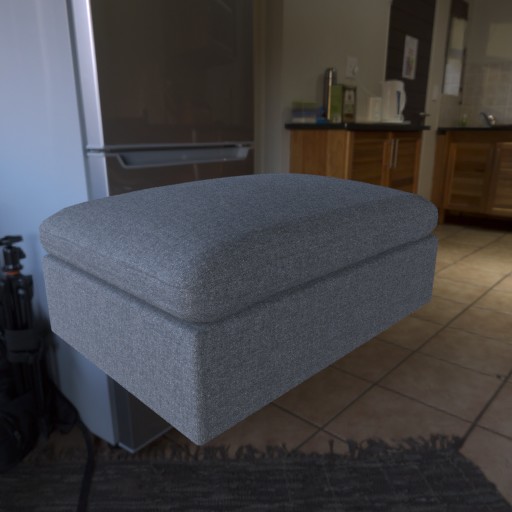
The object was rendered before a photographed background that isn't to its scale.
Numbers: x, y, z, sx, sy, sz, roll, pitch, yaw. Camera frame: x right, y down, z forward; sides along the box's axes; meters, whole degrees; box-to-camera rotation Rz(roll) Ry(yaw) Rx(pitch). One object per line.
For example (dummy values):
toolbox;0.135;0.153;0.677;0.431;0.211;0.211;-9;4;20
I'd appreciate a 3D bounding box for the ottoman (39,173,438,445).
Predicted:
ottoman;0.000;0.000;1.376;0.711;0.483;1.041;16;23;42
